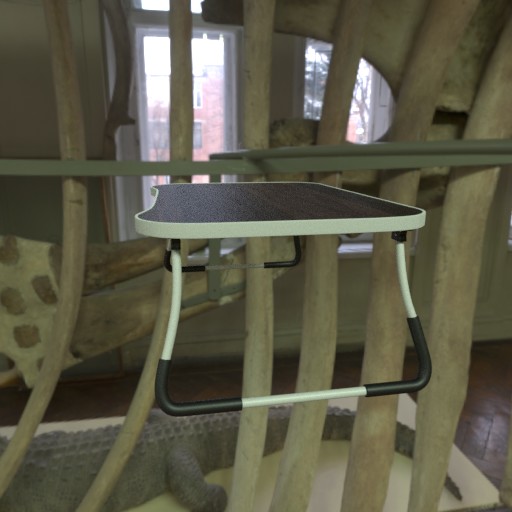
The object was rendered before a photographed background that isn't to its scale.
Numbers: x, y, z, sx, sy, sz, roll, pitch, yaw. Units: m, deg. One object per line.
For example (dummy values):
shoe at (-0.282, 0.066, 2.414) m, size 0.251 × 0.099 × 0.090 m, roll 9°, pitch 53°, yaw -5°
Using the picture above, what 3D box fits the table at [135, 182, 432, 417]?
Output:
table at (0.000, 0.000, 0.847) m, size 0.400 × 0.232 × 0.660 m, roll -3°, pitch 14°, yaw -10°
